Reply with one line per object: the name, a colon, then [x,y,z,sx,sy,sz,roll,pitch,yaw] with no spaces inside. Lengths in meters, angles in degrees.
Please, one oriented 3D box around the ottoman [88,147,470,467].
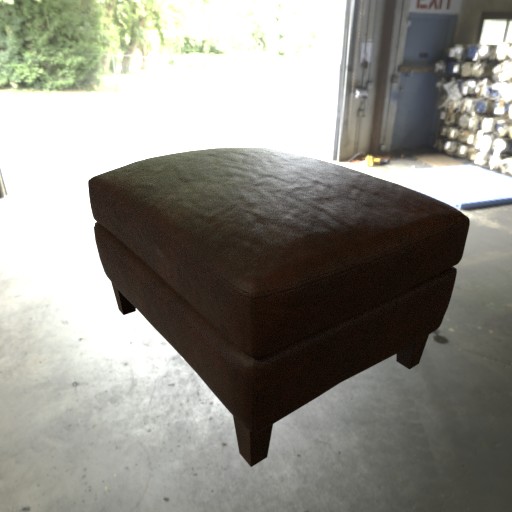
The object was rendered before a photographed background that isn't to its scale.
ottoman: [0.000,0.000,1.239,0.659,0.527,0.887,-17,30,-32]
